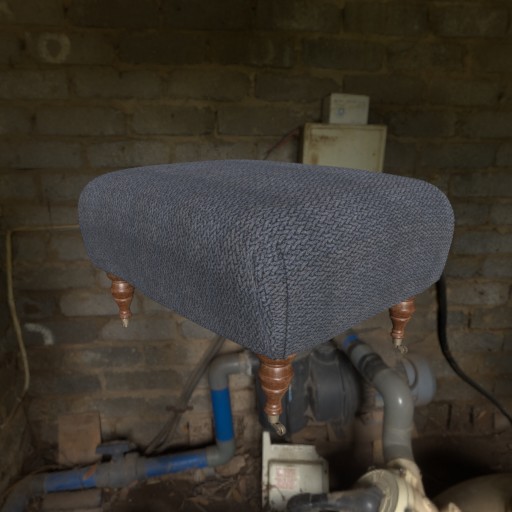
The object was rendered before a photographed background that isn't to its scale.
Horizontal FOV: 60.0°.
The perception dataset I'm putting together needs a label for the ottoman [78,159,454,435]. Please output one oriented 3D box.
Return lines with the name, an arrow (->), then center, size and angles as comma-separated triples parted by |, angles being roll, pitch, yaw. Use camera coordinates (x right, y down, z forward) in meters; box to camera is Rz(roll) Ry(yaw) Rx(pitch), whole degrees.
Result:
ottoman -> 0.000, 0.000, 1.103 | 0.622, 0.450, 0.747 | -15, 22, -41
